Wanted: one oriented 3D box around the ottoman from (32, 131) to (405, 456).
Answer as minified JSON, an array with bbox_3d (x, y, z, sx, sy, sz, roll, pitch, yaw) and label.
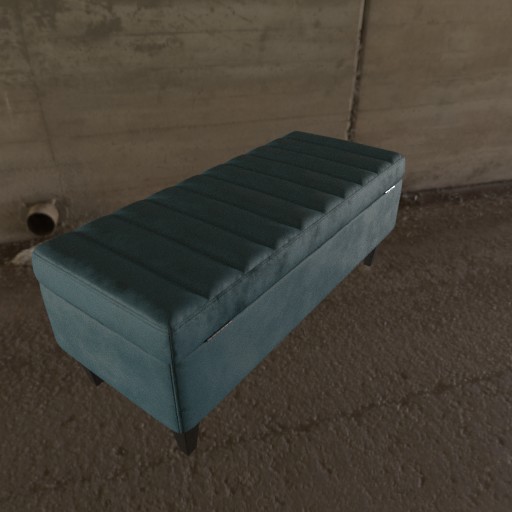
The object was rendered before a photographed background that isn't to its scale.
[{"bbox_3d":[0.000,0.000,1.398,0.482,0.469,1.151,22,39,30],"label":"ottoman"}]
